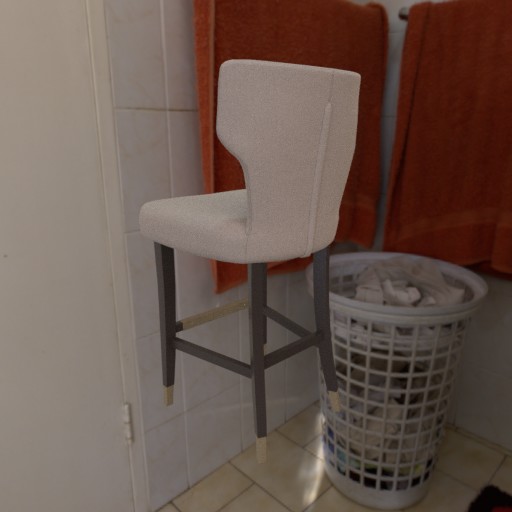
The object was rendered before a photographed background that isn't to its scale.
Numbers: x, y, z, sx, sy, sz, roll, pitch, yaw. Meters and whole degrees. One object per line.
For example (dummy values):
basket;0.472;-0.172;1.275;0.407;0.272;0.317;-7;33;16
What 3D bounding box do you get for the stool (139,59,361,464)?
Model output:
stool;0.000;0.000;1.420;0.526;1.092;0.563;-15;22;-41
